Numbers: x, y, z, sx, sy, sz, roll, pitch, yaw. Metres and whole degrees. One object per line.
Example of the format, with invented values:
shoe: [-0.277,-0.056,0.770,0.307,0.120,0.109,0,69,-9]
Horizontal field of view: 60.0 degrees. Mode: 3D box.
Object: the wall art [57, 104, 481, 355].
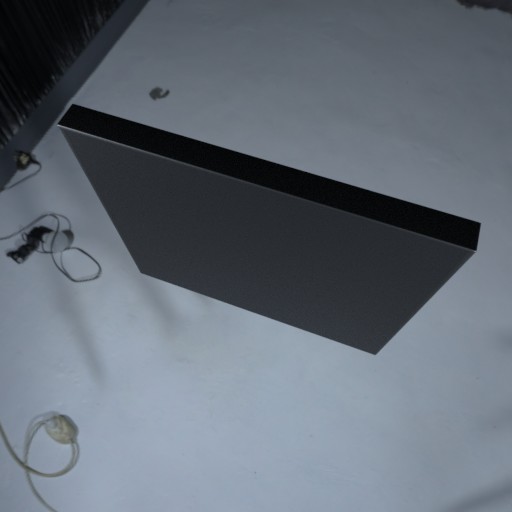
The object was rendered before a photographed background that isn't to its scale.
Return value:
wall art: [0.000,0.000,0.531,0.380,0.330,0.028,18,65,9]
